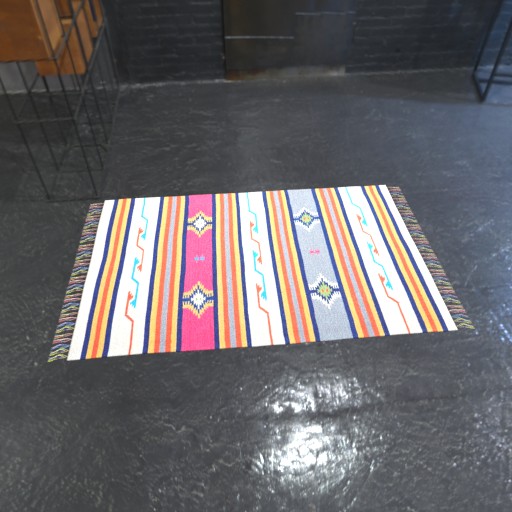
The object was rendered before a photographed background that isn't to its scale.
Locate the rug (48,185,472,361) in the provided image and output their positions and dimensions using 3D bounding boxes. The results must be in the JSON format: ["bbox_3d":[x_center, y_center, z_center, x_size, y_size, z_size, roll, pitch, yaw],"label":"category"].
[{"bbox_3d":[0.000,0.000,2.278,1.849,0.013,1.084,-4,45,-4],"label":"rug"}]
